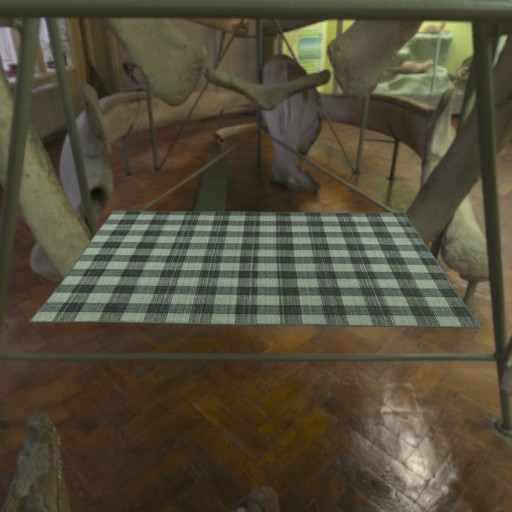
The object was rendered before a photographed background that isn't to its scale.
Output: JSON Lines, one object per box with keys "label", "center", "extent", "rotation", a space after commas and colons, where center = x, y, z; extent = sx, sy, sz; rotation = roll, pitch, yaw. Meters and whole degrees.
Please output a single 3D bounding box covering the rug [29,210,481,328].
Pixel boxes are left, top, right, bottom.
{"label": "rug", "center": [0.000, 0.000, 3.091], "extent": [2.476, 0.011, 1.554], "rotation": [1, 29, 1]}
